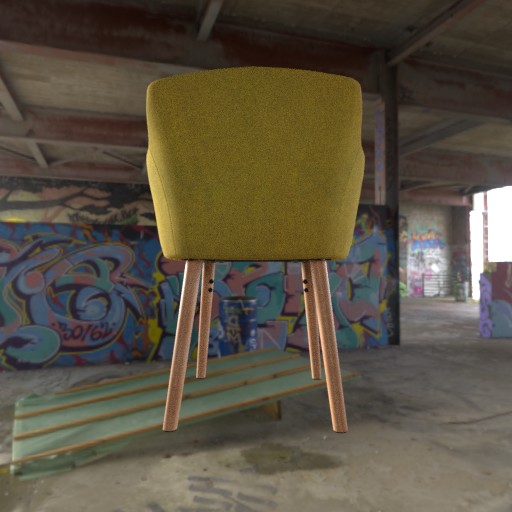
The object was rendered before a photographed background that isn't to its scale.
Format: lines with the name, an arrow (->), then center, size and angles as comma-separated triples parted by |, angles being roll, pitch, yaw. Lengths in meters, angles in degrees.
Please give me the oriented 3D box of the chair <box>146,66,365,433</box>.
chair -> 0.000, 0.000, 1.184 | 0.570, 0.780, 0.570 | 0, -2, 1
